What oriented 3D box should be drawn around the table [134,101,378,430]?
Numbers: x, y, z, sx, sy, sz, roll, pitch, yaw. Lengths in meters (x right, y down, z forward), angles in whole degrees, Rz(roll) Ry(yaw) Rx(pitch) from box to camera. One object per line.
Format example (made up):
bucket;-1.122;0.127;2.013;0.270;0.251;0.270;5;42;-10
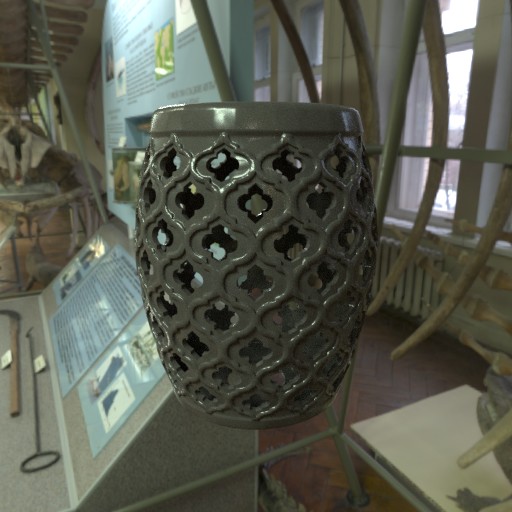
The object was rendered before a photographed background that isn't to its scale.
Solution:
table;0.000;0.000;0.619;0.325;0.388;0.325;0;14;0
